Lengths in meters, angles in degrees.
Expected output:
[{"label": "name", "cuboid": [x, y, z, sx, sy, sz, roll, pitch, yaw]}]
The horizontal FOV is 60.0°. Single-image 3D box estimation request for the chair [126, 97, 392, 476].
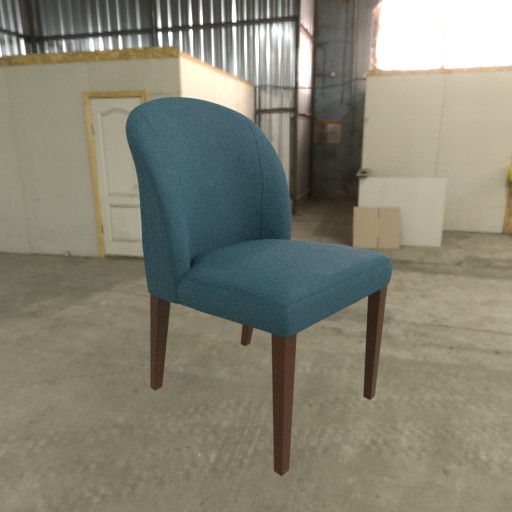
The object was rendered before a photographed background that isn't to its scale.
[{"label": "chair", "cuboid": [0.000, 0.000, 1.263, 0.620, 0.879, 0.507, 14, 21, 41]}]
